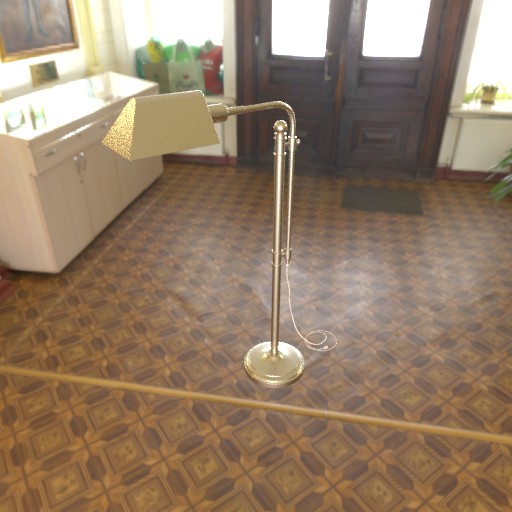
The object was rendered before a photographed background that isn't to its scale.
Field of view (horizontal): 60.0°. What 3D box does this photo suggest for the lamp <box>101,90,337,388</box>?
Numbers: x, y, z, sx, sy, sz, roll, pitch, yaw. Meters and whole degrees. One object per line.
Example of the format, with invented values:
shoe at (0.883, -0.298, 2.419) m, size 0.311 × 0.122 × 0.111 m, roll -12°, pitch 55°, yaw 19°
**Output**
lamp at (0.000, 0.000, 0.967) m, size 0.546 × 0.708 × 0.159 m, roll -19°, pitch 35°, yaw -30°
